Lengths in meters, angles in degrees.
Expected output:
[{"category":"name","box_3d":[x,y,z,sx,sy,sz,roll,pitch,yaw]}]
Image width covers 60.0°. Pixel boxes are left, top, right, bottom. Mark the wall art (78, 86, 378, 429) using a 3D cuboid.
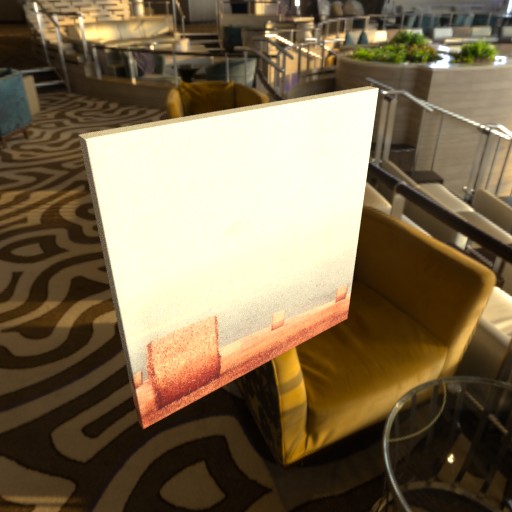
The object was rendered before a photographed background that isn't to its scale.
[{"category":"wall art","box_3d":[0.000,0.000,0.925,0.605,0.605,0.034,-21,37,-31]}]
